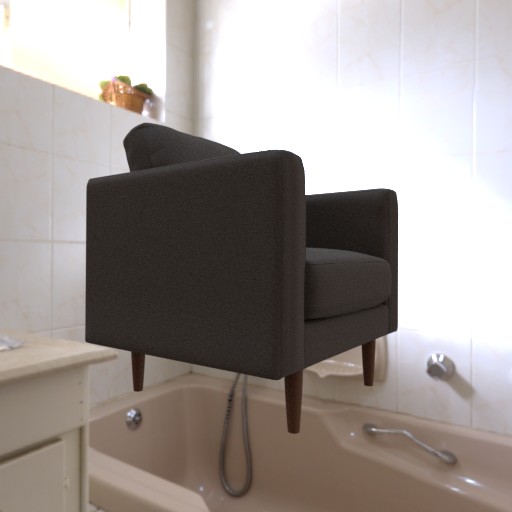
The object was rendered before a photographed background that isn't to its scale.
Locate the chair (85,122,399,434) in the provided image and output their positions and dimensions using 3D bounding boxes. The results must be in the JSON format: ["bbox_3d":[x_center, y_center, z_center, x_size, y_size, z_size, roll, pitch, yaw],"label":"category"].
[{"bbox_3d":[0.000,0.000,1.561,0.800,0.927,0.854,0,0,36],"label":"chair"}]
